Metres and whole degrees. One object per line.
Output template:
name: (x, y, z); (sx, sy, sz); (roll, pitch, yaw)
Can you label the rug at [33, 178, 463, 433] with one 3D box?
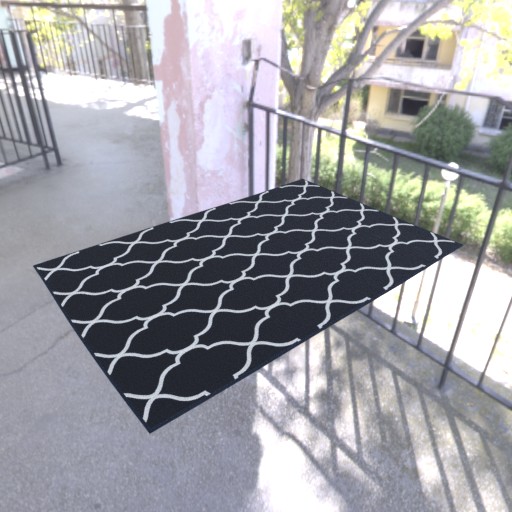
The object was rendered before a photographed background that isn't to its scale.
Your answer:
rug: (0.000, 0.000, 2.797); (2.290, 0.014, 1.526); (-23, 38, -33)
